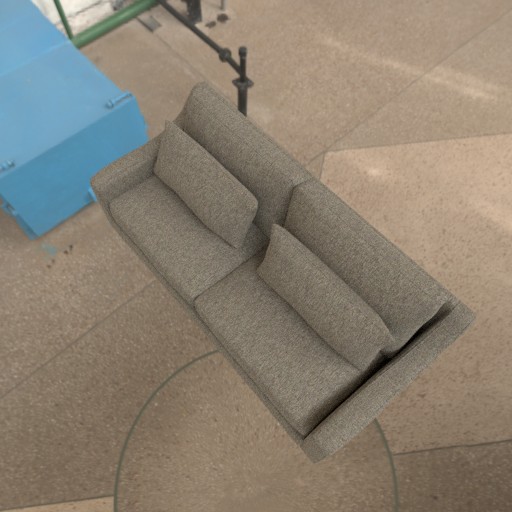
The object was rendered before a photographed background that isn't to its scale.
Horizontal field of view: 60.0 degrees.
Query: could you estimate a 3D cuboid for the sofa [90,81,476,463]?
[{"bbox_3d":[0.000,0.000,2.934,1.103,0.998,2.418,-38,69,-17],"label":"sofa"}]
